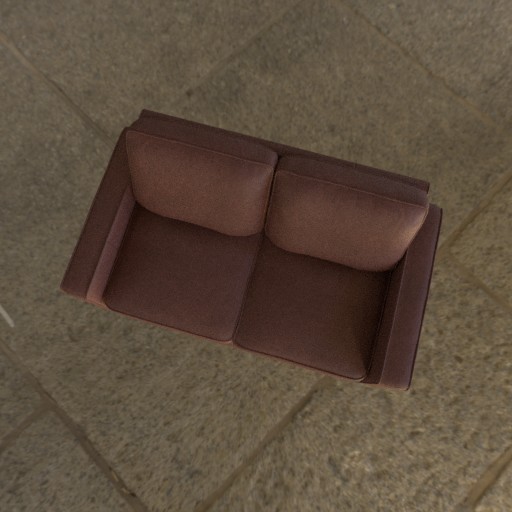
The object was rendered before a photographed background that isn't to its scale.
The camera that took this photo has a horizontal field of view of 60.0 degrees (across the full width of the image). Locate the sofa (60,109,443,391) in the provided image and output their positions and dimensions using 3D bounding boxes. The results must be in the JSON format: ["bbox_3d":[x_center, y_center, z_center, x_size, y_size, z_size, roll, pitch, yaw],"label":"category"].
[{"bbox_3d":[0.000,0.000,2.289,1.709,0.918,0.947,15,76,4],"label":"sofa"}]
